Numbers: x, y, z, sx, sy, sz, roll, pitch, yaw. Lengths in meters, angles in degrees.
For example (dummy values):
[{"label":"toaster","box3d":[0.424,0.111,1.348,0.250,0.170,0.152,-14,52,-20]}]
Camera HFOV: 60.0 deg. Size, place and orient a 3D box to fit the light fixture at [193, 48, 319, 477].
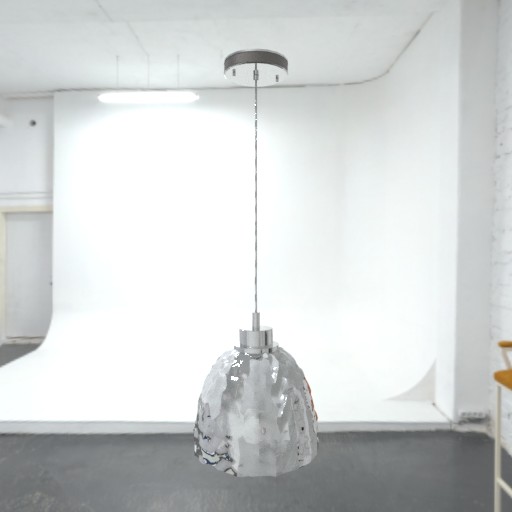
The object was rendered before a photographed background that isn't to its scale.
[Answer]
[{"label":"light fixture","box3d":[0.000,0.000,1.748,0.496,1.511,0.500,0,1,-20]}]
